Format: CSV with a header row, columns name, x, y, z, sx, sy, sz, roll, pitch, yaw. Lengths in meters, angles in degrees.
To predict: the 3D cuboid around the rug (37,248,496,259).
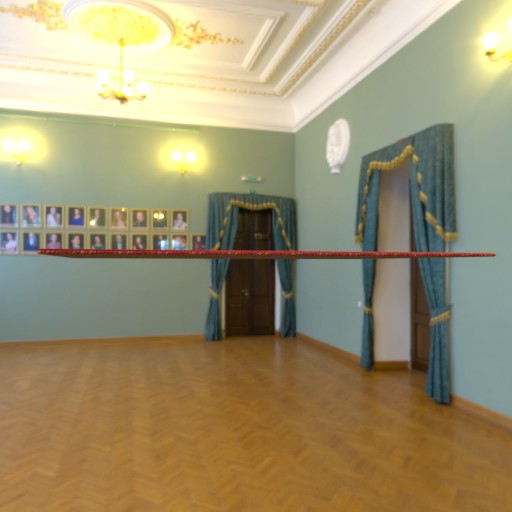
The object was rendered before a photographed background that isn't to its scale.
name,x,y,z,sx,sy,sz,roll,pitch,yaw
rug,0.000,0.000,2.254,1.835,0.018,1.230,0,-1,-17
